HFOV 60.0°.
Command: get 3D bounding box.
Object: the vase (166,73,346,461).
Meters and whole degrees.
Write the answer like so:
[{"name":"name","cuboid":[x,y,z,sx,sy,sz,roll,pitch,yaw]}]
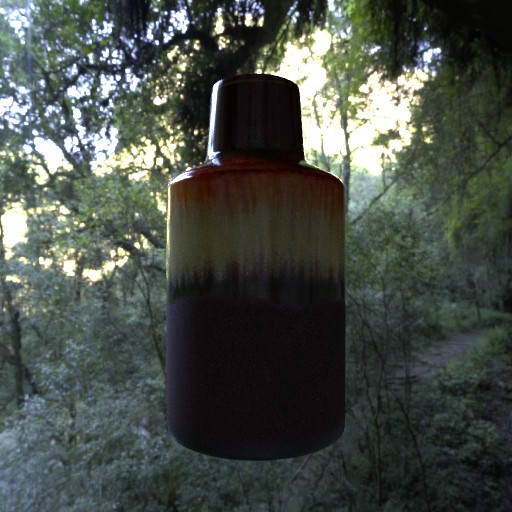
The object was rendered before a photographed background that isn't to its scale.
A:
[{"name":"vase","cuboid":[0.000,0.000,0.272,0.108,0.204,0.108,0,0,0]}]
